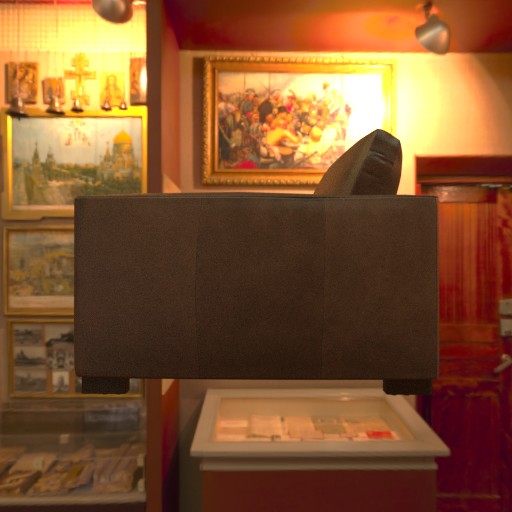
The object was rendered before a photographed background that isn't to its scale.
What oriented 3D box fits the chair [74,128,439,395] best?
[{"bbox_3d":[0.000,0.000,1.776,1.069,0.812,1.100,0,-1,1],"label":"chair"}]
